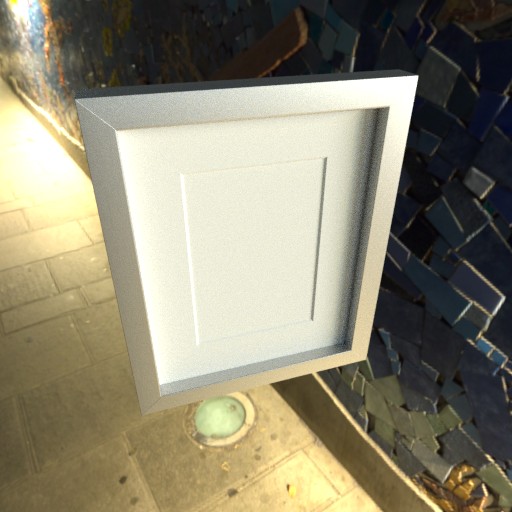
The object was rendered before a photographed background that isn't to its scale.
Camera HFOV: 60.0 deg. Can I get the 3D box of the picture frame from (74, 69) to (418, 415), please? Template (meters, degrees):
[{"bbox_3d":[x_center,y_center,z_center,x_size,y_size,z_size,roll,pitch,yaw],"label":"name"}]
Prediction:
[{"bbox_3d":[0.000,0.000,0.376,0.233,0.282,0.036,-10,34,-15],"label":"picture frame"}]
